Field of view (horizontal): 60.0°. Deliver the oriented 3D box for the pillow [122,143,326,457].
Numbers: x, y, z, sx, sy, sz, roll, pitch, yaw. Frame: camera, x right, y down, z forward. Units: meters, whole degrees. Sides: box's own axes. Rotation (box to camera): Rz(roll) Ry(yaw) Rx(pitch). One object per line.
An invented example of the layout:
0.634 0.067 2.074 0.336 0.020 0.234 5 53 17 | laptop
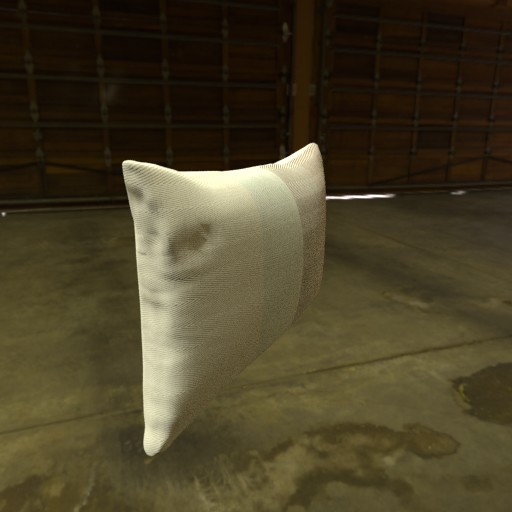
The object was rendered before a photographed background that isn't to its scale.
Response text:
0.000 0.000 0.633 0.139 0.305 0.506 7 17 25 | pillow
